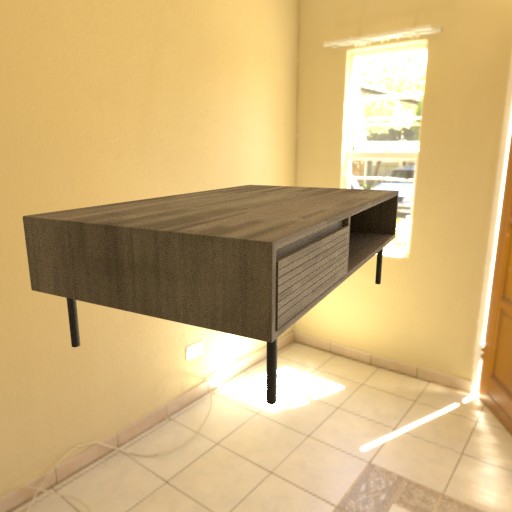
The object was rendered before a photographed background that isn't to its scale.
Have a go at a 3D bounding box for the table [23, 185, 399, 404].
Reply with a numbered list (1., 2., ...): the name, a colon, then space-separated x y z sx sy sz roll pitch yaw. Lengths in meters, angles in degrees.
1. table: 0.000 0.000 1.381 0.643 0.347 1.088 7 15 27
